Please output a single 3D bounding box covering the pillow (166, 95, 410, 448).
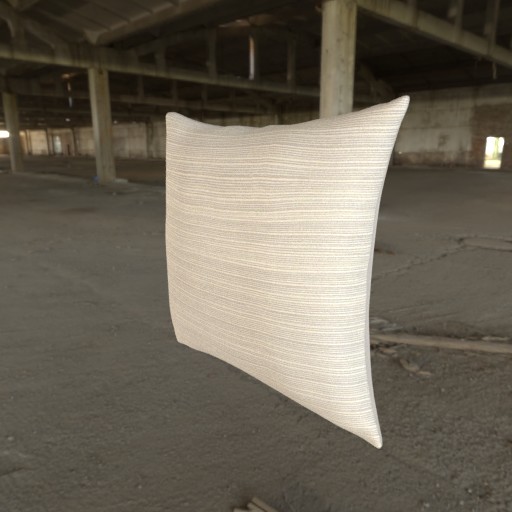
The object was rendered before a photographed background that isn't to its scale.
[{"bbox_3d":[0.000,0.000,0.765,0.204,0.497,0.512,-14,20,-43],"label":"pillow"}]
